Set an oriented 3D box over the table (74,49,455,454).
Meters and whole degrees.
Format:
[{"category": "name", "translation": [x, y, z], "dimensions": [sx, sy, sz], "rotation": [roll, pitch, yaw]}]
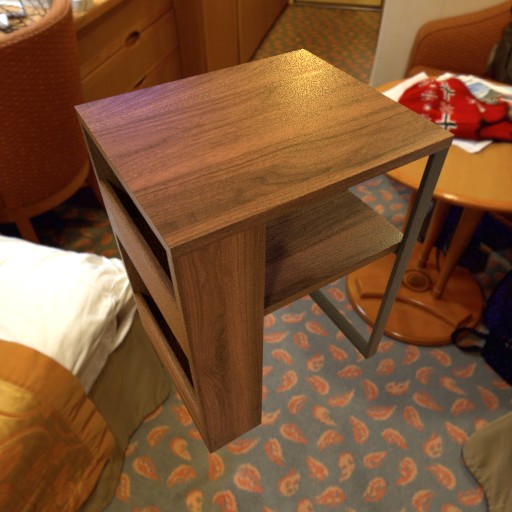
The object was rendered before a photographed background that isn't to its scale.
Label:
[{"category": "table", "translation": [0.000, 0.000, 1.555], "dimensions": [0.786, 1.041, 0.660], "rotation": [-24, 50, -21]}]
